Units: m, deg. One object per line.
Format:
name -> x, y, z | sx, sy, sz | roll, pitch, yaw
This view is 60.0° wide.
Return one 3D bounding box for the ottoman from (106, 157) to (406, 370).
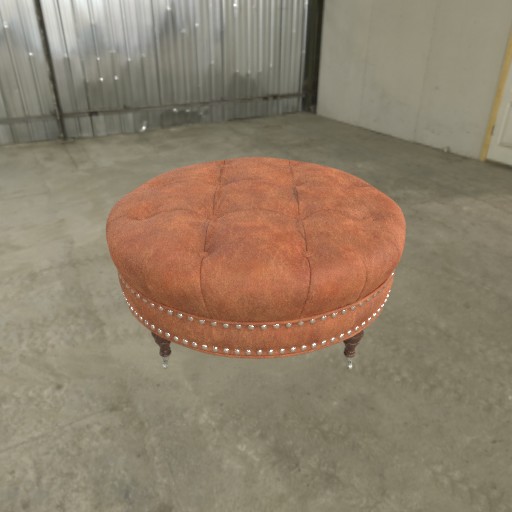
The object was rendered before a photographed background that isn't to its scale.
ottoman -> 0.000, 0.000, 1.420 | 0.901, 0.444, 0.901 | 0, 29, 0
